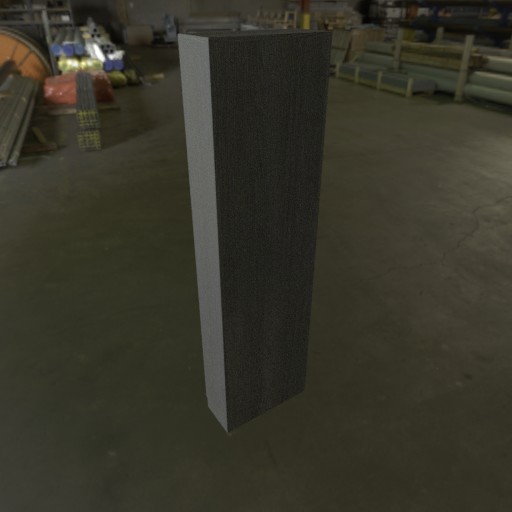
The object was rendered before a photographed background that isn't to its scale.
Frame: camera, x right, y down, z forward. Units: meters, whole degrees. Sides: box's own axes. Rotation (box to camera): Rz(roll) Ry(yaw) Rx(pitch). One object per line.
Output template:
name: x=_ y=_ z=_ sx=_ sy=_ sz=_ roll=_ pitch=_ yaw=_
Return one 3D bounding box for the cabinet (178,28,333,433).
cabinet: x=0.000 y=0.000 z=1.982 sx=0.500 sy=1.790 sz=0.230 roll=-19 pitch=35 yaw=-29
